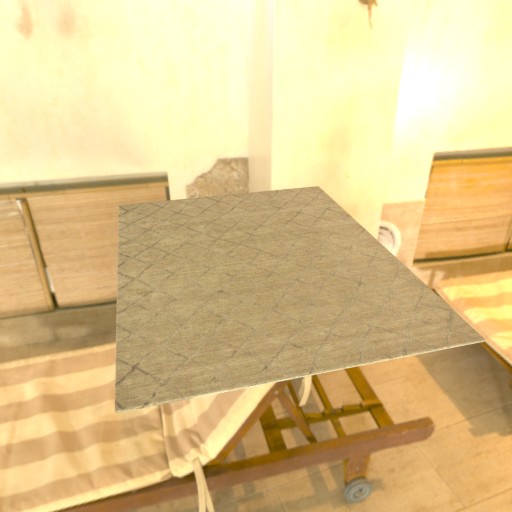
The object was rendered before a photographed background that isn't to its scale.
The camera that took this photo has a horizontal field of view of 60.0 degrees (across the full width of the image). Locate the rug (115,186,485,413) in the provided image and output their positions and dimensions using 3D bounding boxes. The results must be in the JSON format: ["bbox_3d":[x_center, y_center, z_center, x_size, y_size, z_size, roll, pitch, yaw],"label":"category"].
[{"bbox_3d":[0.000,0.000,4.012,2.420,0.019,3.038,-7,30,-13],"label":"rug"}]
